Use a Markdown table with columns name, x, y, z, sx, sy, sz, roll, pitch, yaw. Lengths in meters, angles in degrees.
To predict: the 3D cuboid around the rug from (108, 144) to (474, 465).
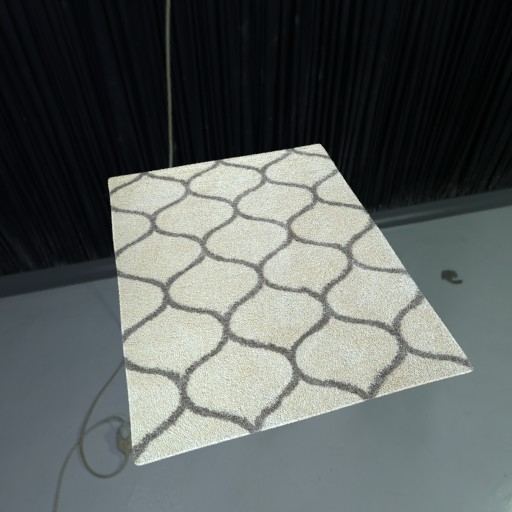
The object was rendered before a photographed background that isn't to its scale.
| name | x | y | z | sx | sy | sz | roll | pitch | yaw |
| --- | --- | --- | --- | --- | --- | --- | --- | --- | --- |
| rug | 0.000 | 0.000 | 3.918 | 2.399 | 0.026 | 3.000 | -12 | 48 | -11 |
